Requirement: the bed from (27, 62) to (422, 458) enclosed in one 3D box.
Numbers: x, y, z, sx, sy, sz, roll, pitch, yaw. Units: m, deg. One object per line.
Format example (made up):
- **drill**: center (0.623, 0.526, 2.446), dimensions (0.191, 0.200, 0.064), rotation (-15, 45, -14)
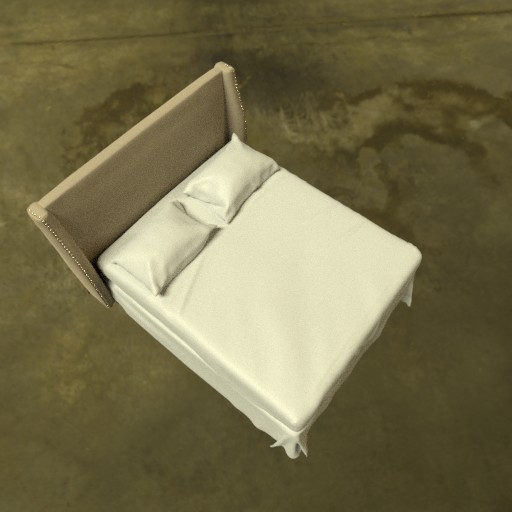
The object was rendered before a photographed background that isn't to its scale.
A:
- **bed**: center (0.000, 0.000, 3.397), dimensions (2.276, 1.332, 1.925), rotation (35, 66, 18)
